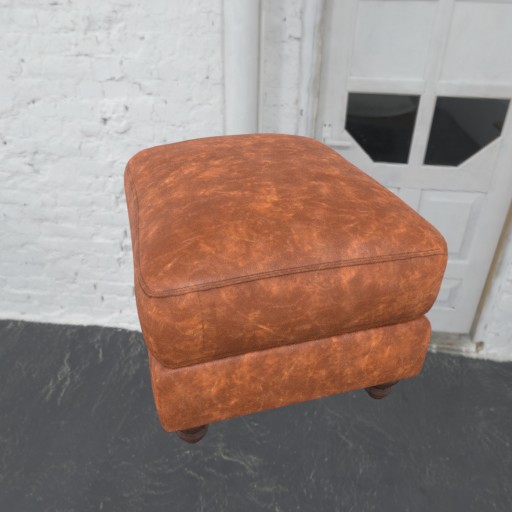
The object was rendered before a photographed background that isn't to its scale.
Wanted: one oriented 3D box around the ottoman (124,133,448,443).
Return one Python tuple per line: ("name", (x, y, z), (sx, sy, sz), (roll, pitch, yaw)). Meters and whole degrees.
("ottoman", (0.000, 0.000, 1.236), (0.657, 0.562, 0.832), (-8, 32, -14))
